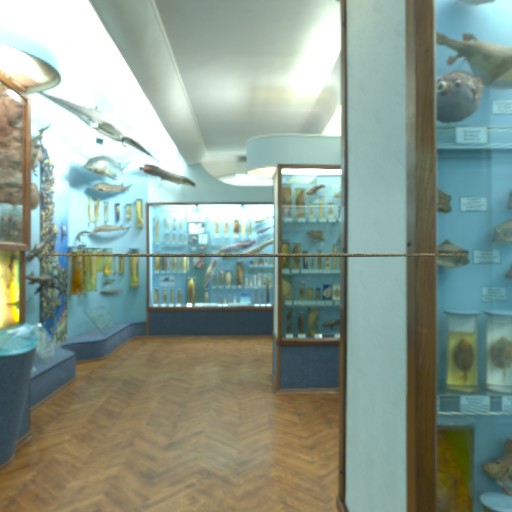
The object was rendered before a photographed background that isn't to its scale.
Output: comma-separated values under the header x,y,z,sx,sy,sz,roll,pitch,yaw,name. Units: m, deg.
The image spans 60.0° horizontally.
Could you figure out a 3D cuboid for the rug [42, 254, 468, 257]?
x,y,z,sx,sy,sz,roll,pitch,yaw,name
0.000,0.000,4.131,2.438,0.012,3.200,0,0,0,rug
